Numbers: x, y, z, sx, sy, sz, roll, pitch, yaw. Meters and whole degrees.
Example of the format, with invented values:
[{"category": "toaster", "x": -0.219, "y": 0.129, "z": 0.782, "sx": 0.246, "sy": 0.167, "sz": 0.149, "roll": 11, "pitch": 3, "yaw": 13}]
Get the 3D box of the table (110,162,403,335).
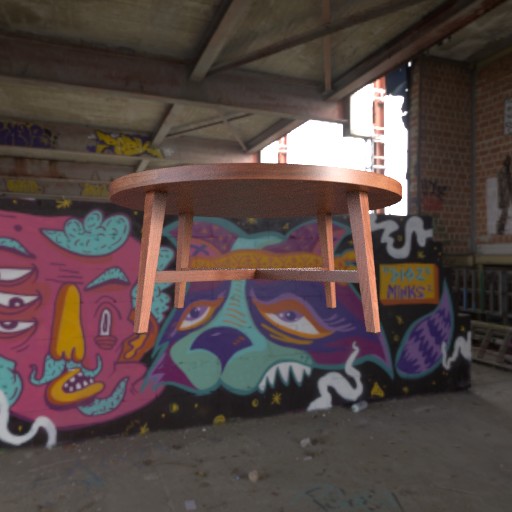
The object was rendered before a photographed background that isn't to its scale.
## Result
[{"category": "table", "x": 0.000, "y": 0.000, "z": 1.273, "sx": 0.800, "sy": 0.360, "sz": 0.800, "roll": 0, "pitch": -1, "yaw": 0}]
